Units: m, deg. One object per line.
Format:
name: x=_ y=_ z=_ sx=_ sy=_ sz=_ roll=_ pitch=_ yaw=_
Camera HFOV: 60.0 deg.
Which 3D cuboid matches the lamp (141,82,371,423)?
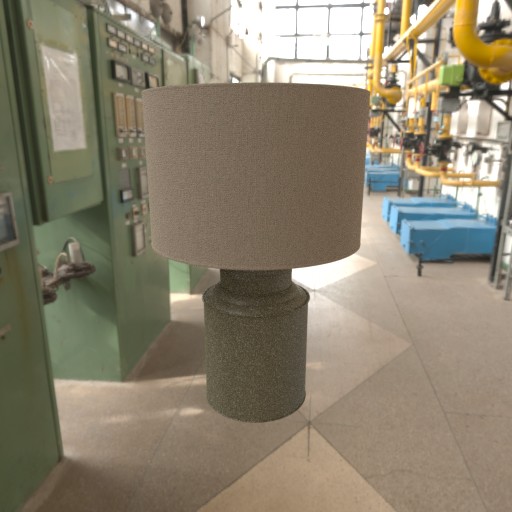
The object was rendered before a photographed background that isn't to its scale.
lamp: x=0.000 y=0.000 z=0.699 sx=0.318 sy=0.486 sz=0.318 roll=0 pitch=16 yaw=0
